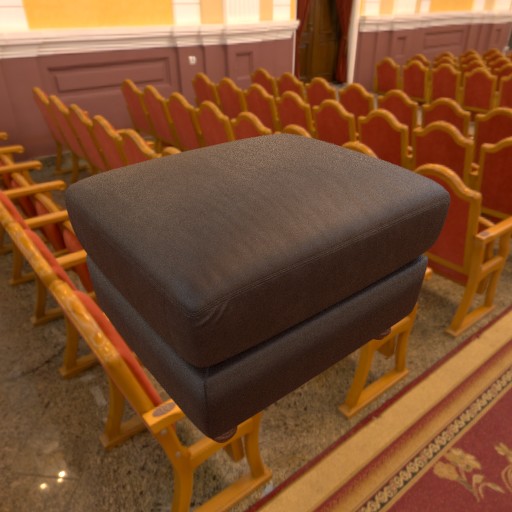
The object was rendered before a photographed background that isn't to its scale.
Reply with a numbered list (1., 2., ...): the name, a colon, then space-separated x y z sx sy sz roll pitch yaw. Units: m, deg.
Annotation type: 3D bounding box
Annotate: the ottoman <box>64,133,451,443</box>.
1. ottoman: 0.000 0.000 1.244 0.806 0.569 0.670 -22 37 -32
